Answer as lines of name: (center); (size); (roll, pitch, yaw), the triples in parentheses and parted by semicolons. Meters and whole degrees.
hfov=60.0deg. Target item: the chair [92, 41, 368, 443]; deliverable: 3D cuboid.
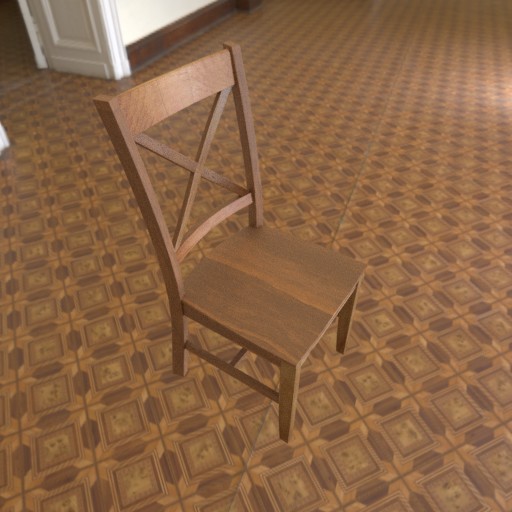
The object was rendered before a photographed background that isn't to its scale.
chair: (0.000, 0.000, 1.293); (0.542, 0.983, 0.485); (24, 47, 25)
